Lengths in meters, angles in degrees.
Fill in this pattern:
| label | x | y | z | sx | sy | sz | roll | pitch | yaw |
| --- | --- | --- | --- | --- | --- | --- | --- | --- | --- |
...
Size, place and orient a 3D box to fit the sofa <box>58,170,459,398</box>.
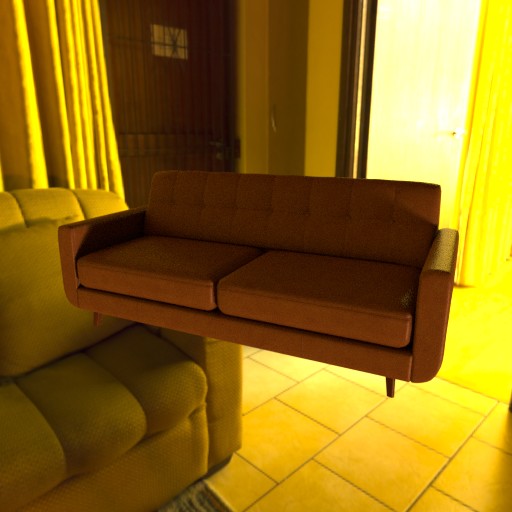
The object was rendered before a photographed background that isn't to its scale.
| label | x | y | z | sx | sy | sz | roll | pitch | yaw |
| --- | --- | --- | --- | --- | --- | --- | --- | --- | --- |
| sofa | 0.000 | 0.000 | 2.598 | 2.137 | 0.892 | 0.980 | 7 | 17 | 24 |
